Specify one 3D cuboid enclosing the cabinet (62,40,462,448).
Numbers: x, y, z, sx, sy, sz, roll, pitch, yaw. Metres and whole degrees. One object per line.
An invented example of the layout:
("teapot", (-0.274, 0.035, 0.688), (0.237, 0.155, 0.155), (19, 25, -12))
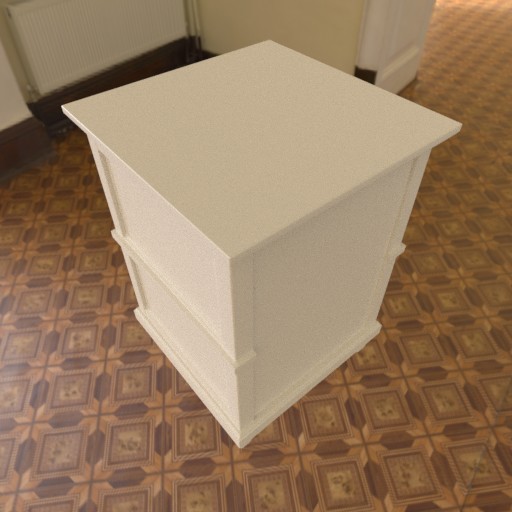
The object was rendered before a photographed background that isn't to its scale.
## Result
("cabinet", (0.000, 0.000, 1.124), (0.544, 0.775, 0.547), (-31, 53, -27))
